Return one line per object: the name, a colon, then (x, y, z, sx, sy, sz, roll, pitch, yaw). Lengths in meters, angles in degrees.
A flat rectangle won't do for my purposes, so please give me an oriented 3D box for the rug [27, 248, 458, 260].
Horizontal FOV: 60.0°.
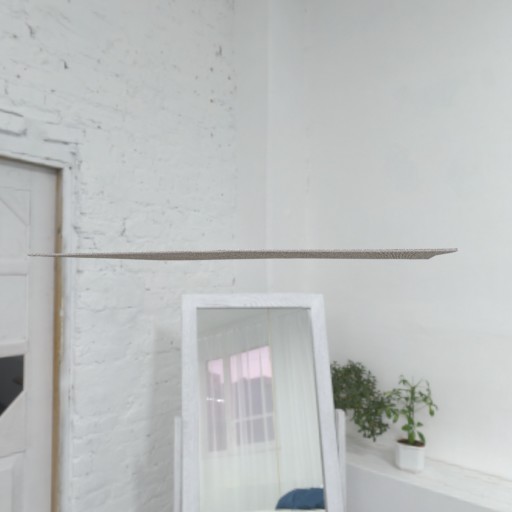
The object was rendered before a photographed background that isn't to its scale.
rug: (0.000, 0.000, 3.029, 2.342, 0.030, 1.609, 0, -2, 18)
